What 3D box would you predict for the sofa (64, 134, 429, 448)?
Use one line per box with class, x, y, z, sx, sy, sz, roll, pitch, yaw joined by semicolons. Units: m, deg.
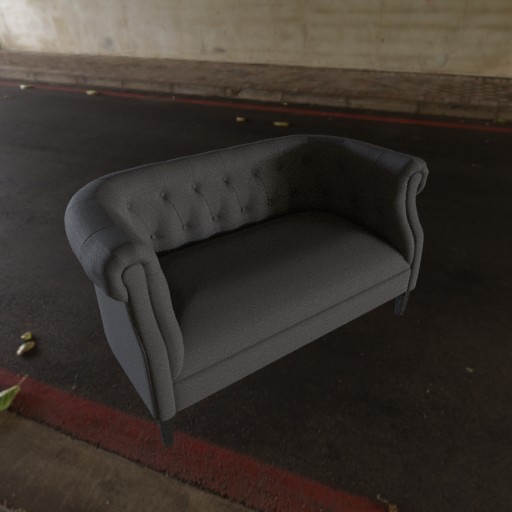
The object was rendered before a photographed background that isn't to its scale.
sofa;0.000;0.000;2.054;1.558;0.827;0.835;-20;36;-30
